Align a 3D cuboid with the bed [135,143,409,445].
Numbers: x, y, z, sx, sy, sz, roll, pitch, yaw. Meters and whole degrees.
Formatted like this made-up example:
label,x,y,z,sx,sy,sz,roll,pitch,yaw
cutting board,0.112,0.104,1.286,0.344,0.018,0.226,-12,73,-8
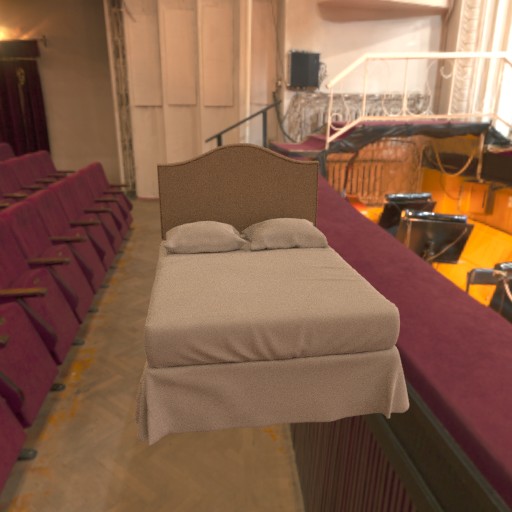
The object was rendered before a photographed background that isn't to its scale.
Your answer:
label,x,y,z,sx,sy,sz,roll,pitch,yaw
bed,0.000,0.000,3.568,1.876,1.645,2.221,-3,18,-8
